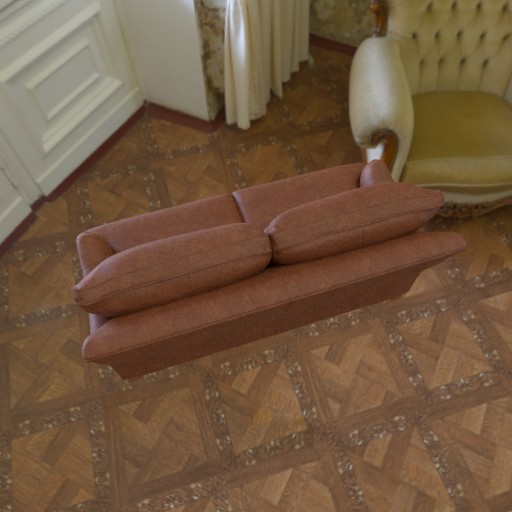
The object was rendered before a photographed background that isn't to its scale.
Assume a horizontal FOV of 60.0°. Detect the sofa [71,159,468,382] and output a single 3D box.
[{"bbox_3d":[0.000,0.000,2.854,2.144,1.071,1.147,-15,59,-10],"label":"sofa"}]
